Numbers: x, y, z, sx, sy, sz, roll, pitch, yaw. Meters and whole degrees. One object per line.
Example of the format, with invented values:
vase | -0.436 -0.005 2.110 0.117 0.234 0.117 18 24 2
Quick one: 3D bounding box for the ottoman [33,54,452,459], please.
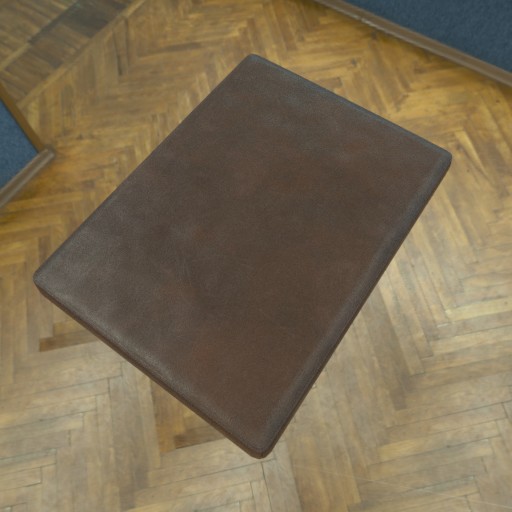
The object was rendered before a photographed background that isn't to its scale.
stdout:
ottoman | 0.000 0.000 1.161 0.588 0.509 0.795 33 70 14
